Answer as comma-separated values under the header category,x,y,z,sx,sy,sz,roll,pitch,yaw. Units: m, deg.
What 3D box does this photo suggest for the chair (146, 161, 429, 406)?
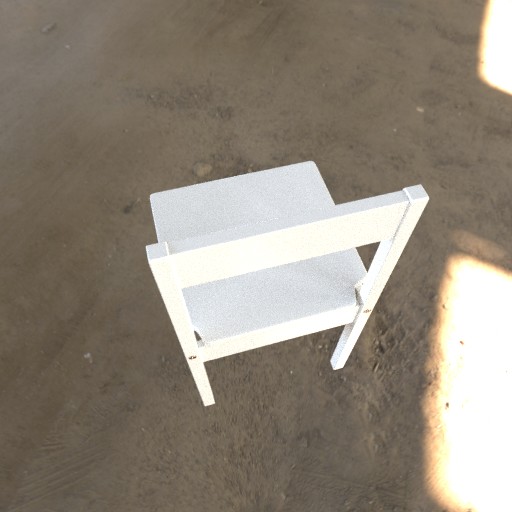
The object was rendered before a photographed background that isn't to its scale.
category,x,y,z,sx,sy,sz,roll,pitch,yaw
chair,0.000,0.000,0.905,0.367,0.668,0.361,-13,59,-8
